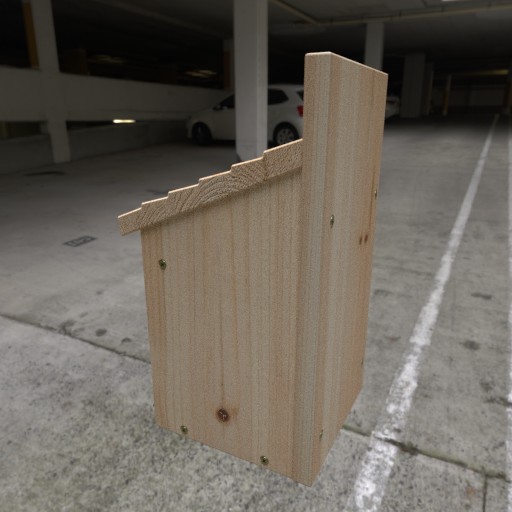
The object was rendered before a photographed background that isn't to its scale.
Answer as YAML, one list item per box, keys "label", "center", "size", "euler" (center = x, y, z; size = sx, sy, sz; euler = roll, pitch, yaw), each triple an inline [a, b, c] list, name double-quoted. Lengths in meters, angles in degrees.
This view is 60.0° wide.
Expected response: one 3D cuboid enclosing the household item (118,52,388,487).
- label: "household item"
  center: [0.000, 0.000, 0.387]
  size: [0.171, 0.300, 0.149]
  euler: [9, 19, 26]
